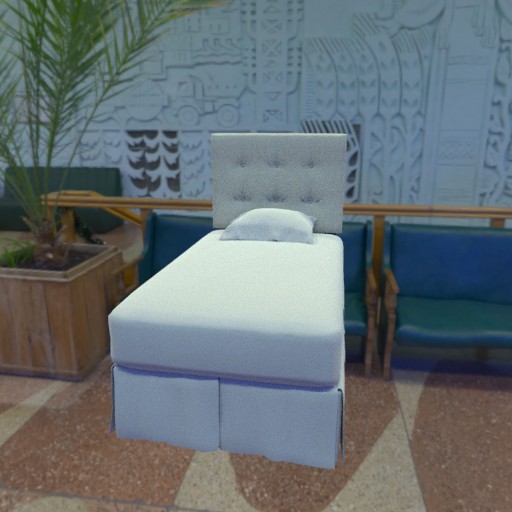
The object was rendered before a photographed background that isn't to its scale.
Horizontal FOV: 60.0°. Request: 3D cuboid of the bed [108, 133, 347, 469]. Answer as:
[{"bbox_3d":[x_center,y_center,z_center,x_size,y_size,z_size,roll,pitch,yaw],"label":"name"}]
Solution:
[{"bbox_3d":[0.000,0.000,2.983,1.261,1.571,1.997,3,16,10],"label":"bed"}]
